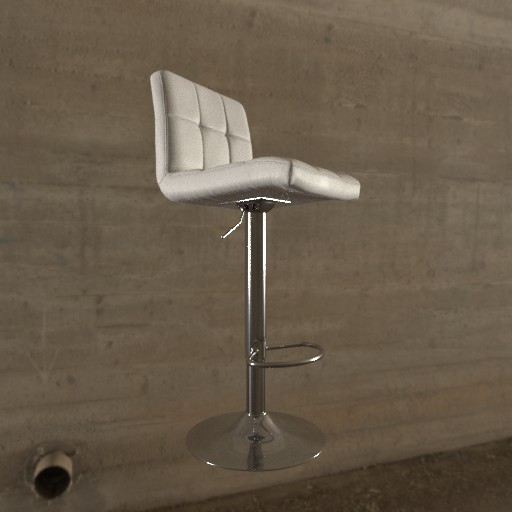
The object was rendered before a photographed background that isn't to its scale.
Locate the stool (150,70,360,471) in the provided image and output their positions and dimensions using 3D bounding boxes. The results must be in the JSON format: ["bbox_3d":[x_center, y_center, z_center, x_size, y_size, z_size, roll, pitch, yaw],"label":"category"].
[{"bbox_3d":[0.000,0.000,1.346,0.505,1.115,0.430,1,1,36],"label":"stool"}]
